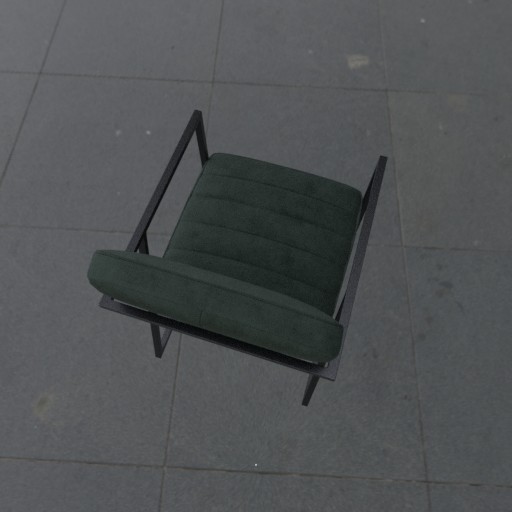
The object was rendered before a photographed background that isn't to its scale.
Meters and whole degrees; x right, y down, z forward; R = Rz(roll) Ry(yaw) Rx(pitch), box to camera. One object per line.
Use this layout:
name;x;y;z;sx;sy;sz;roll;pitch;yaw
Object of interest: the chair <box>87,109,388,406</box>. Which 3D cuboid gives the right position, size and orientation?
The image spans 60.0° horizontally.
chair;0.000;0.000;1.319;0.571;0.833;0.677;16;66;8
